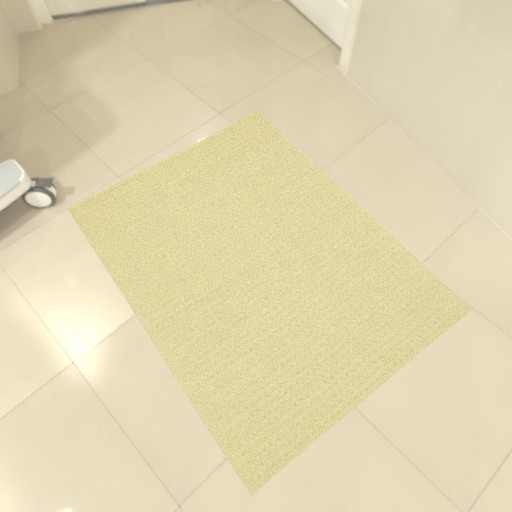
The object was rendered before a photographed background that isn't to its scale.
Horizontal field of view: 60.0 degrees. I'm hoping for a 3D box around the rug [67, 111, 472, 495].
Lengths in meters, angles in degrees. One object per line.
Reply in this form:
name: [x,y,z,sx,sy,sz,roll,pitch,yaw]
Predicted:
rug: [0.000,0.000,4.232,2.452,0.016,3.204,-32,64,-18]
